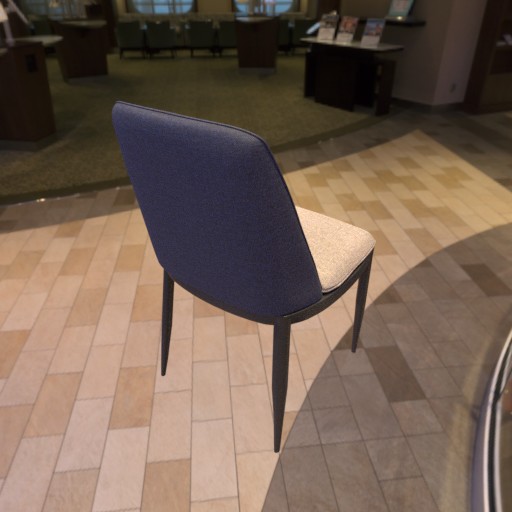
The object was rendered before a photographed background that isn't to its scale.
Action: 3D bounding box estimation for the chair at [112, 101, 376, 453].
[{"bbox_3d":[0.000,0.000,1.162,0.480,0.839,0.551,22,38,31],"label":"chair"}]
